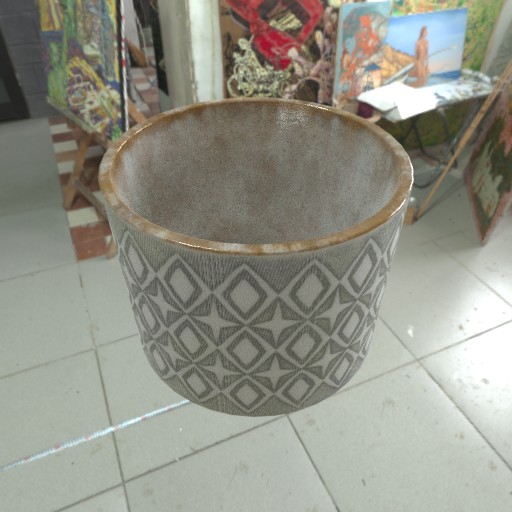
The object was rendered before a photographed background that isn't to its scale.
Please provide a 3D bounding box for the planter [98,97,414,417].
[{"bbox_3d":[0.000,0.000,0.442,0.255,0.223,0.255,0,41,0],"label":"planter"}]
